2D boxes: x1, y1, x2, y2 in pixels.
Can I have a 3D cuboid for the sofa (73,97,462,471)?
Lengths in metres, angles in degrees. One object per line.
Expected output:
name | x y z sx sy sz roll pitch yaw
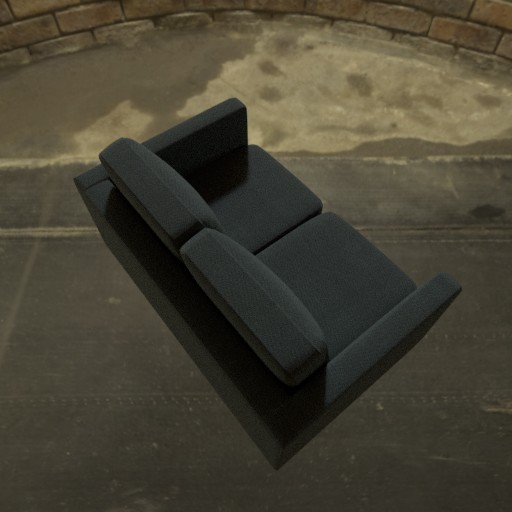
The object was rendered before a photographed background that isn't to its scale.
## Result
sofa | 0.000 0.000 2.128 0.999 0.930 1.518 -34 64 -20
